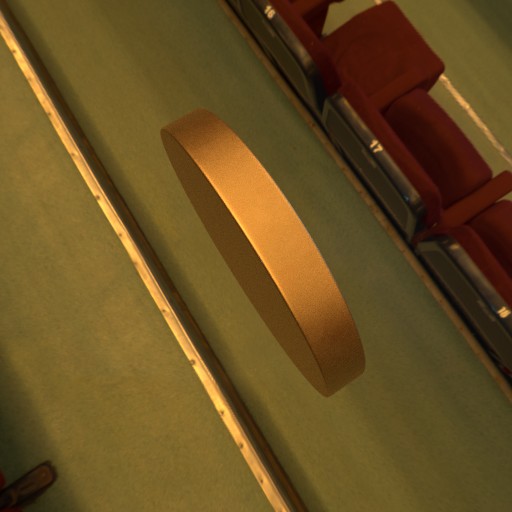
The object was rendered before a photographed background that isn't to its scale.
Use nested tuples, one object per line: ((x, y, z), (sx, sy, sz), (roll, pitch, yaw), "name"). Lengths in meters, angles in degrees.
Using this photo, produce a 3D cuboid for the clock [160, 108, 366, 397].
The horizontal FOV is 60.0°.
((0.000, 0.000, 0.467), (0.040, 0.314, 0.314), (-32, 78, -8), "clock")
